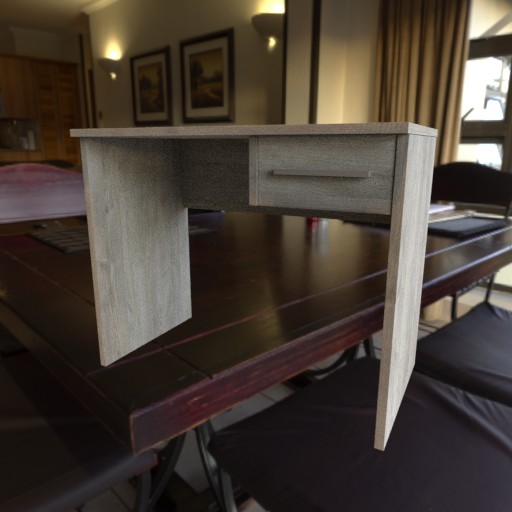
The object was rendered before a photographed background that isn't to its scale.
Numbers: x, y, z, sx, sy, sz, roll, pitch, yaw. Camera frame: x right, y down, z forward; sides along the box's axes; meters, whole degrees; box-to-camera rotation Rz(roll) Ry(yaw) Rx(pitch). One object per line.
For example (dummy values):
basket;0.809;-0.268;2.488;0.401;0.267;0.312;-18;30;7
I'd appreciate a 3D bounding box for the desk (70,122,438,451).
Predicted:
desk;0.000;0.000;1.319;0.893;0.724;0.498;7;16;27
